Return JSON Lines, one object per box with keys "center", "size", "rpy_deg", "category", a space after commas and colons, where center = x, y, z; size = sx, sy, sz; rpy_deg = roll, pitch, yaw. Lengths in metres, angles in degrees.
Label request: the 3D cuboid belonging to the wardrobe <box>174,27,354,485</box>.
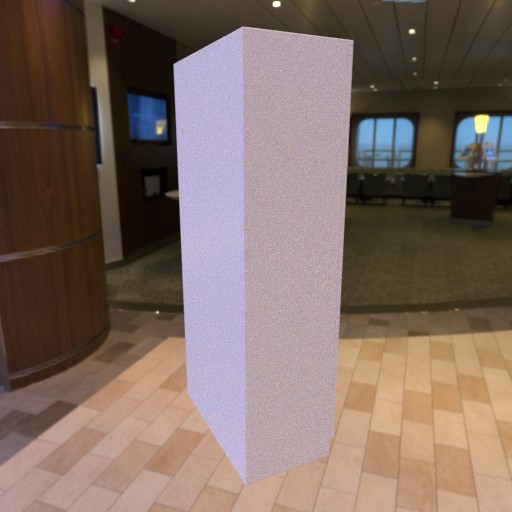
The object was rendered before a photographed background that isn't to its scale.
{"center": [0.000, 0.000, 2.021], "size": [0.470, 1.700, 0.760], "rpy_deg": [-7, 16, -26], "category": "wardrobe"}
